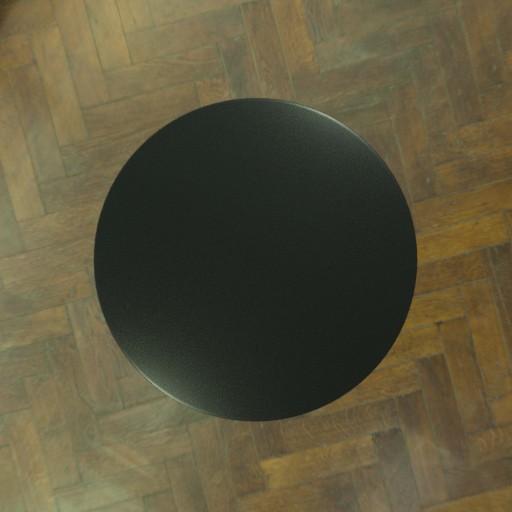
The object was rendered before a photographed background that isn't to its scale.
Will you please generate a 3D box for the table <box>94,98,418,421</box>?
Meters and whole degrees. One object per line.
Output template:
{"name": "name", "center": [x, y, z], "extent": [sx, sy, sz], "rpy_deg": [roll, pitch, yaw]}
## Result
{"name": "table", "center": [0.000, 0.000, 0.981], "extent": [0.481, 0.665, 0.481], "rpy_deg": [0, 91, 0]}
